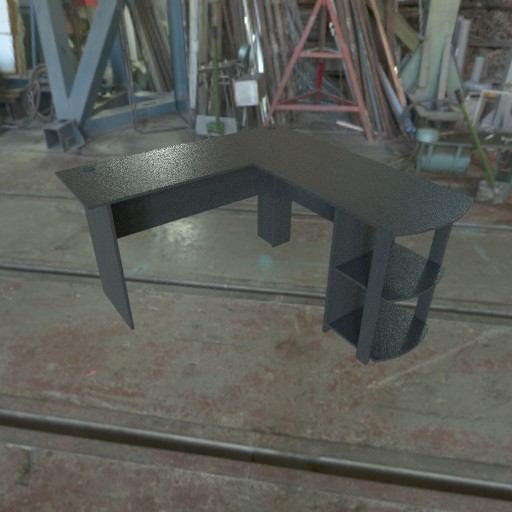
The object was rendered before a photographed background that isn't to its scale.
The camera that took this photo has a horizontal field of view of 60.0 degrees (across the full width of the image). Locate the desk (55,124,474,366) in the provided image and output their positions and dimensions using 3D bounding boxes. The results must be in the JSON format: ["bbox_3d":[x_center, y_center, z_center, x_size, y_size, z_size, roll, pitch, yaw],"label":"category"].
[{"bbox_3d":[0.000,0.000,2.096,1.303,0.716,1.361,-22,38,-30],"label":"desk"}]
